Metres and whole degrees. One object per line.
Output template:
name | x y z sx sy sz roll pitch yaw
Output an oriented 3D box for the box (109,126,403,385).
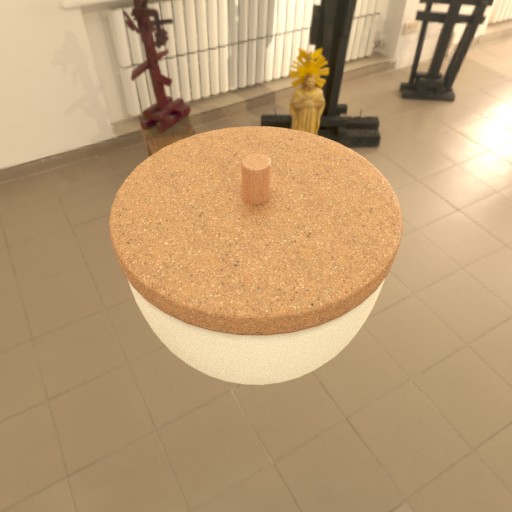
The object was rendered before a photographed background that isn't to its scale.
box | 0.000 0.000 0.186 0.107 0.094 0.107 0 46 0
